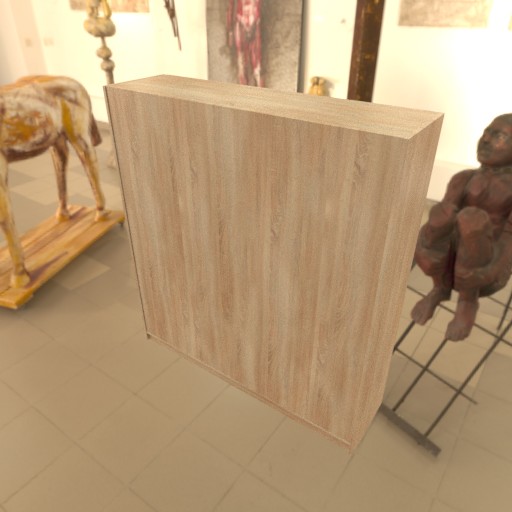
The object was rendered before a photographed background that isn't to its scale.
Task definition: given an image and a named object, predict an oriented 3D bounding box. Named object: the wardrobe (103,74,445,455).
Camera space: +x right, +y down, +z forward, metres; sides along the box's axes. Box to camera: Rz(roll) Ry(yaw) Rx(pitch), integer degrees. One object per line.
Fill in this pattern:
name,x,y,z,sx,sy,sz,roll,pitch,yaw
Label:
wardrobe,0.000,0.000,3.131,1.998,2.159,0.598,20,37,29
